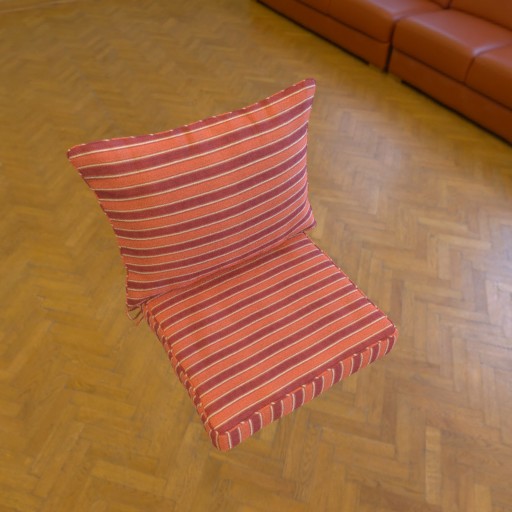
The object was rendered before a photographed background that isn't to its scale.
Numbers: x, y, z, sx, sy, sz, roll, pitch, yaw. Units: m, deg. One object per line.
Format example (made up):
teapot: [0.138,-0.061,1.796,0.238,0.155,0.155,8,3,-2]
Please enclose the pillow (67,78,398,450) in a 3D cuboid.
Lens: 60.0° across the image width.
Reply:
pillow: [0.000,0.000,1.367,0.799,0.723,0.733,-24,52,-21]
